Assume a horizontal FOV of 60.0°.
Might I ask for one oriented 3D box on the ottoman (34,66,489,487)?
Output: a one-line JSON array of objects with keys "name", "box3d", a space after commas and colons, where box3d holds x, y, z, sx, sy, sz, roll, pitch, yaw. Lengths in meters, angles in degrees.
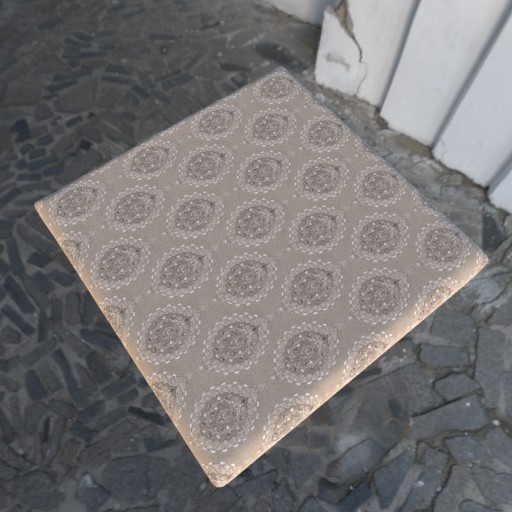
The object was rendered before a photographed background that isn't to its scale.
[{"name": "ottoman", "box3d": [0.000, 0.000, 1.335, 0.890, 0.411, 0.889, -35, 69, -15]}]
